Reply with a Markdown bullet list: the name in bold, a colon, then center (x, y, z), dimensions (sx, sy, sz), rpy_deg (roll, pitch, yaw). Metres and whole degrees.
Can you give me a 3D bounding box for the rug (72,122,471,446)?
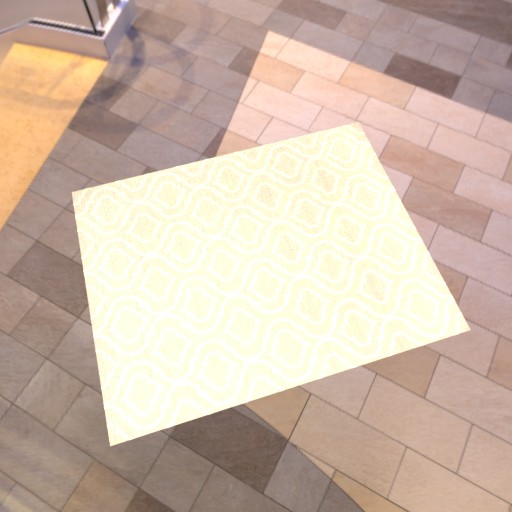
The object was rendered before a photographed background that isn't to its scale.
- **rug**: center (0.000, 0.000, 3.844), dimensions (2.892, 0.006, 2.283), rpy_deg (-16, 65, -8)
